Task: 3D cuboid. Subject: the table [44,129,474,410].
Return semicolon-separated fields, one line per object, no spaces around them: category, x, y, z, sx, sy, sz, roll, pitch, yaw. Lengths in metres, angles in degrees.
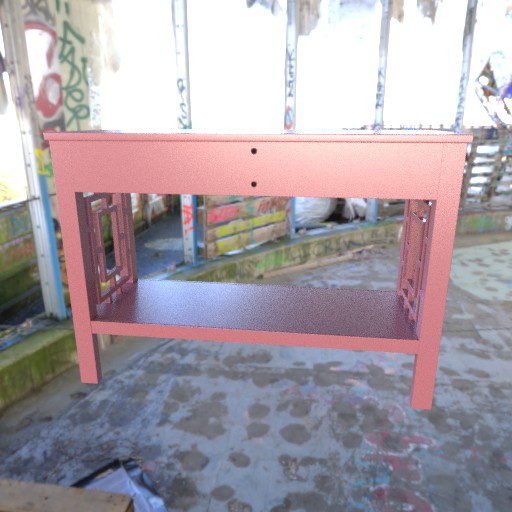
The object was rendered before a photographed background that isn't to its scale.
table;0.000;0.000;1.389;1.068;0.753;0.397;2;17;7
